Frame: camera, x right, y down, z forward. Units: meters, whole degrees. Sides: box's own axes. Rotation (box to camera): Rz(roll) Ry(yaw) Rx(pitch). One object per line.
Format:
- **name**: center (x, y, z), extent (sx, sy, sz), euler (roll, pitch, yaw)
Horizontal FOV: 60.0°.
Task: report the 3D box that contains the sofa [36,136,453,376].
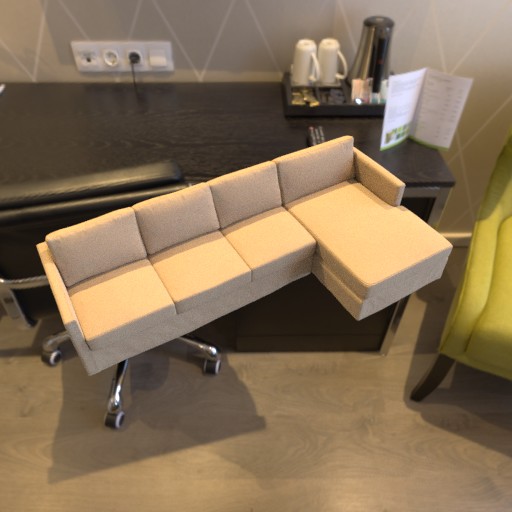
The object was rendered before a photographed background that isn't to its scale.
- **sofa**: center (0.000, 0.000, 3.841), extent (3.206, 0.871, 1.622), euler (-23, 50, -21)
